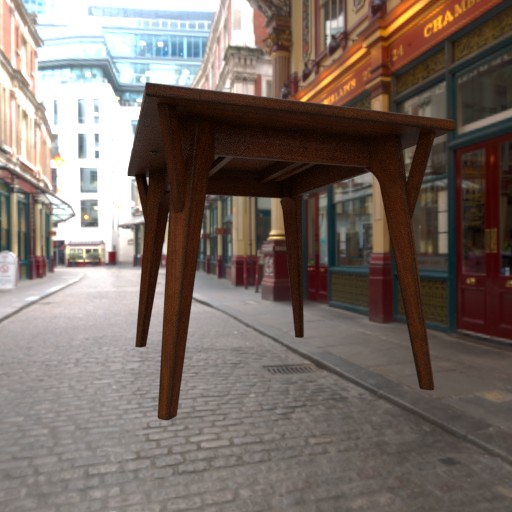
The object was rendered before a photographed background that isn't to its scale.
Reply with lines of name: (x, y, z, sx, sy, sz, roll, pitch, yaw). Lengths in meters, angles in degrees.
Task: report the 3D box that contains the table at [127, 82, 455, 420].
table: (0.000, 0.000, 1.566, 0.838, 0.761, 0.991, 0, -1, -18)
